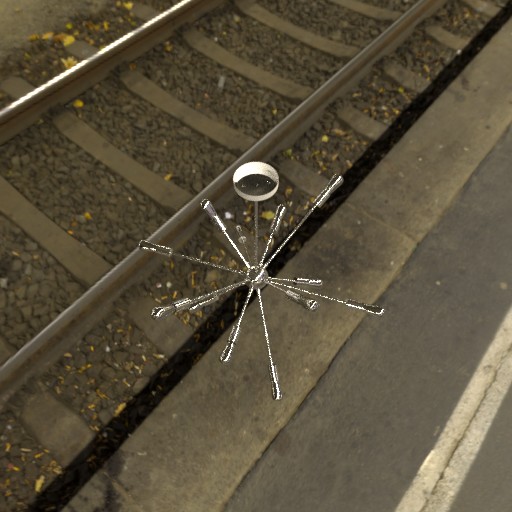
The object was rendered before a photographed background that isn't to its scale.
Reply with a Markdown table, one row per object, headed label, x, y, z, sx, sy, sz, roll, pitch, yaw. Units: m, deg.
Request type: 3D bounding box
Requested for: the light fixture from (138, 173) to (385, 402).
| label | x | y | z | sx | sy | sz | roll | pitch | yaw |
| --- | --- | --- | --- | --- | --- | --- | --- | --- | --- |
| light fixture | 0.000 | 0.000 | 1.084 | 0.684 | 0.558 | 0.509 | 15 | 59 | 9 |
